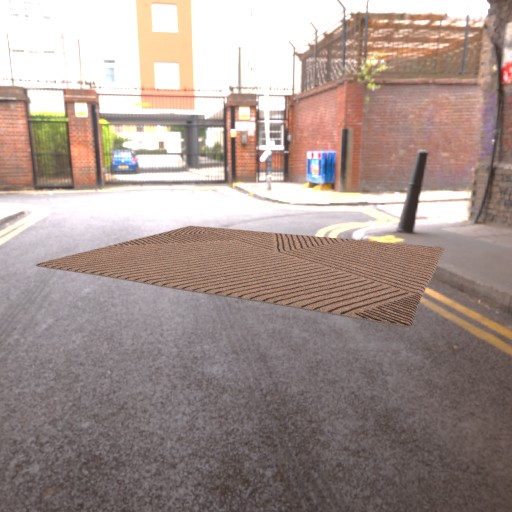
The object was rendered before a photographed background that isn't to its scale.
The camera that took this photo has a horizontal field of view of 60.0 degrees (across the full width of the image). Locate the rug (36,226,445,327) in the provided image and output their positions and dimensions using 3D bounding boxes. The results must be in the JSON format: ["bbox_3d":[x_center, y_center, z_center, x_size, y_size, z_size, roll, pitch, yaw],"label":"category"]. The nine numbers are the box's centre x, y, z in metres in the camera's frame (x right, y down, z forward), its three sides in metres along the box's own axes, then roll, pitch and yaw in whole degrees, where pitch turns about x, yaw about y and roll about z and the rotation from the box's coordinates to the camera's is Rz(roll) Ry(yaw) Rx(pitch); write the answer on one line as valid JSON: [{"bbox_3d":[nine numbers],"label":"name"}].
[{"bbox_3d":[0.000,0.000,3.271,2.449,0.028,1.829,6,15,26],"label":"rug"}]
